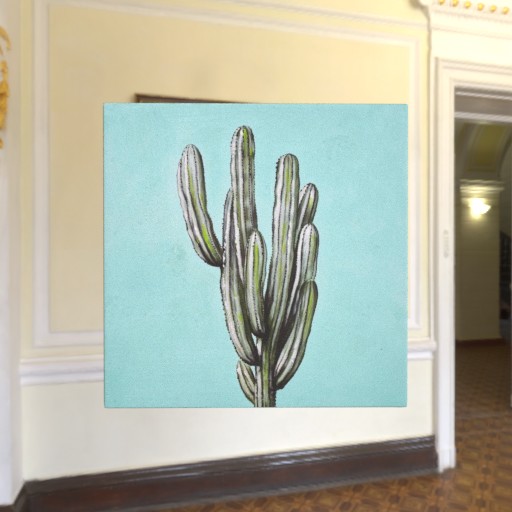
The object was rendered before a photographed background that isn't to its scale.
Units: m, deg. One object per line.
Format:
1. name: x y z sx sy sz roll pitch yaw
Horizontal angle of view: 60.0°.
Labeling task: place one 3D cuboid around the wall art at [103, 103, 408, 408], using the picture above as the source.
1. wall art: 0.000 0.000 1.593 1.071 1.073 0.070 0 1 -1
